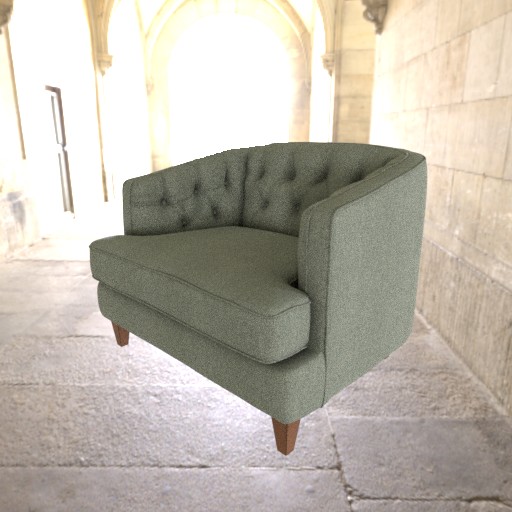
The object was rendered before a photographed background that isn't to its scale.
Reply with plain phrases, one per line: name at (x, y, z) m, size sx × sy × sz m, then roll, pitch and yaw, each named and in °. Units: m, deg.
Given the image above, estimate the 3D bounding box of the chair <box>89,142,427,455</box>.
chair at (0.000, 0.000, 1.739) m, size 1.094 × 0.852 × 0.945 m, roll 15°, pitch 22°, yaw 43°
